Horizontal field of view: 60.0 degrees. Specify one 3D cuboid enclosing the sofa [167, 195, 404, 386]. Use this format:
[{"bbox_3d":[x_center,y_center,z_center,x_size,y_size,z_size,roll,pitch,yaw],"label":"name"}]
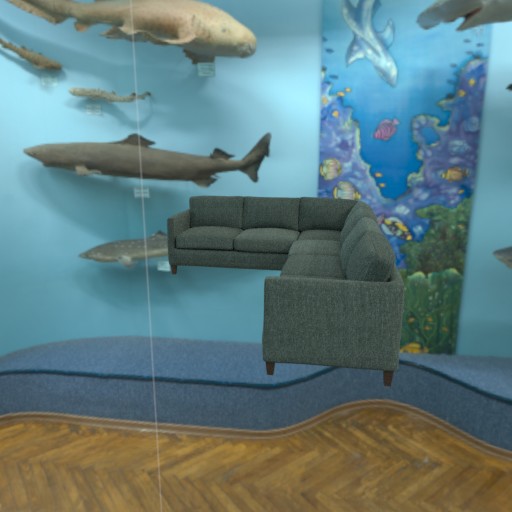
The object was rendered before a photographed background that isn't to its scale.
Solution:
[{"bbox_3d":[0.000,0.000,4.620,2.593,0.947,3.302,3,14,10],"label":"sofa"}]
